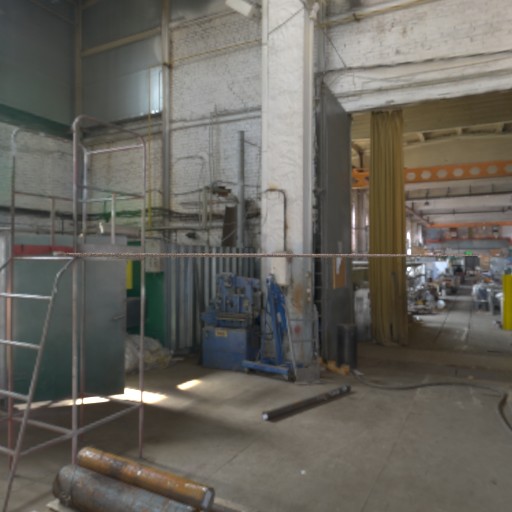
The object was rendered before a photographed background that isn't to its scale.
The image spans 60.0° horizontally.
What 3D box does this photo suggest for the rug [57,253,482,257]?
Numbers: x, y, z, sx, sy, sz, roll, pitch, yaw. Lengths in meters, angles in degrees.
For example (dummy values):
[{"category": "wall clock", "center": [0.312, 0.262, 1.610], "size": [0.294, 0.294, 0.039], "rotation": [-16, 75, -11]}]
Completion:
[{"category": "rug", "center": [0.000, 0.000, 2.365], "size": [1.829, 0.005, 1.219], "rotation": [0, -1, -18]}]
